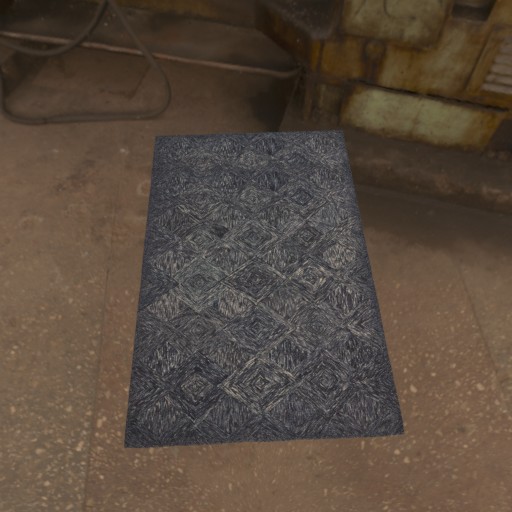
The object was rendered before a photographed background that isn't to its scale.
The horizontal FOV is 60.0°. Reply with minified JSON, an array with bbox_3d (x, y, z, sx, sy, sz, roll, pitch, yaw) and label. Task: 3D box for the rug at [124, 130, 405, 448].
[{"bbox_3d":[0.000,0.000,2.237,1.139,0.010,1.754,-2,59,-1],"label":"rug"}]
